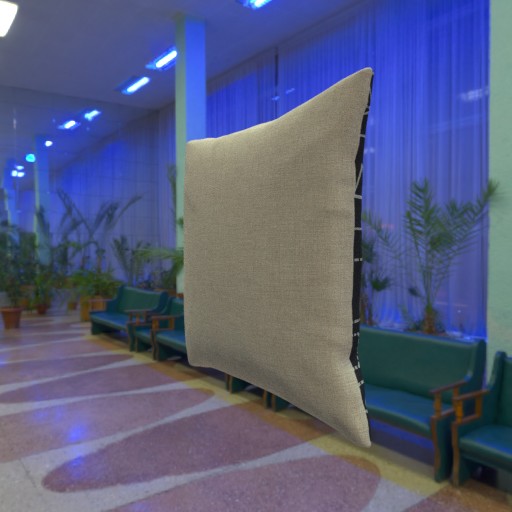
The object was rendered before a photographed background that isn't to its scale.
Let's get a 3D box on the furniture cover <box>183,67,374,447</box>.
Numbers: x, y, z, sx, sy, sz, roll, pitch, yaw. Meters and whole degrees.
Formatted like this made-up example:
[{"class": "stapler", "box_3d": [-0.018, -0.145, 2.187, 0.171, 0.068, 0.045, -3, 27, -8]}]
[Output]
[{"class": "furniture cover", "box_3d": [0.000, 0.000, 0.796, 0.158, 0.508, 0.517, -1, 2, -36]}]
